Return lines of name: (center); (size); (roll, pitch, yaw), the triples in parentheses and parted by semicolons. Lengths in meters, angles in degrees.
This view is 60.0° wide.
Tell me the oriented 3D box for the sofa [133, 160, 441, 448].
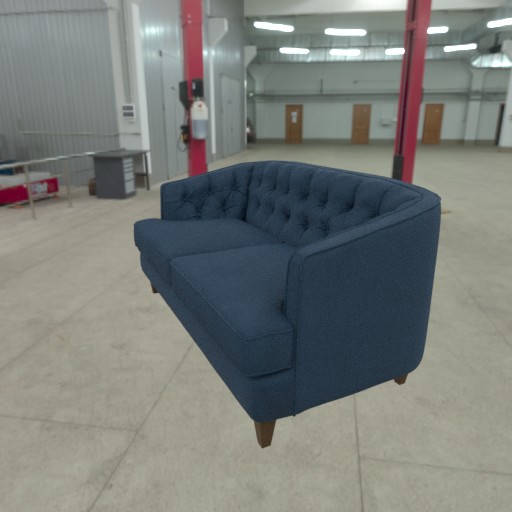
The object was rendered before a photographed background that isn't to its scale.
sofa: (0.000, 0.000, 2.268); (0.941, 0.854, 1.733); (-8, 19, -25)
